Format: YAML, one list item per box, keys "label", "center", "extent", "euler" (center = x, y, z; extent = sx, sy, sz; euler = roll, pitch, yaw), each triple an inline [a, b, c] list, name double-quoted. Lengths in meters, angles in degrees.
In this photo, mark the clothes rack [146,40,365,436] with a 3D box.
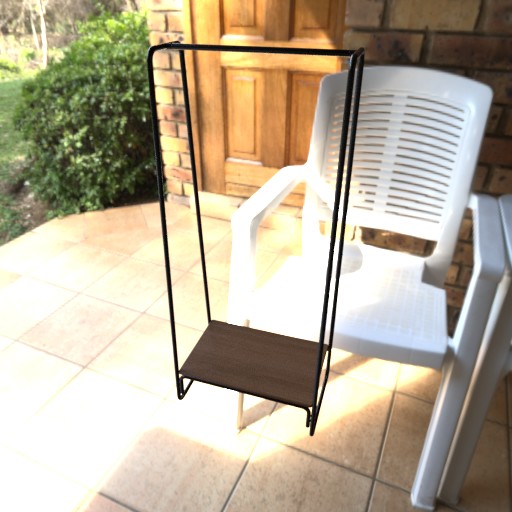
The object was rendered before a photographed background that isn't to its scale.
- label: "clothes rack"
  center: [0.000, 0.000, 1.744]
  extent: [0.640, 1.500, 0.400]
  euler: [10, 33, 15]
